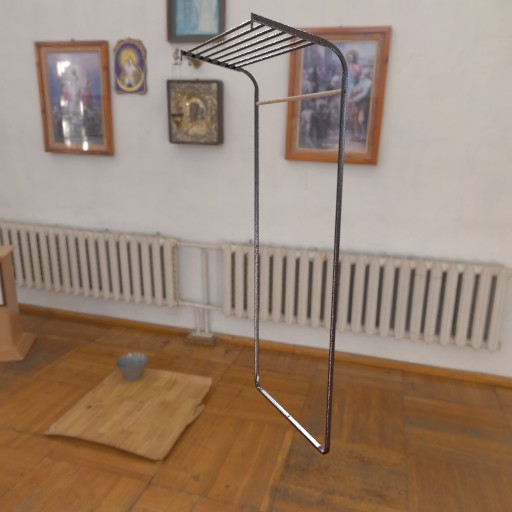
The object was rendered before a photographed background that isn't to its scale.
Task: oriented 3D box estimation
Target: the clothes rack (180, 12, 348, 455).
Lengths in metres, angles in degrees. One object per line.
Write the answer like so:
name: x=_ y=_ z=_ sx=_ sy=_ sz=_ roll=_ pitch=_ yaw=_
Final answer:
clothes rack: x=0.000 y=0.000 z=1.760 sx=0.349 sy=1.574 sz=0.609 roll=-8 pitch=17 yaw=-27
